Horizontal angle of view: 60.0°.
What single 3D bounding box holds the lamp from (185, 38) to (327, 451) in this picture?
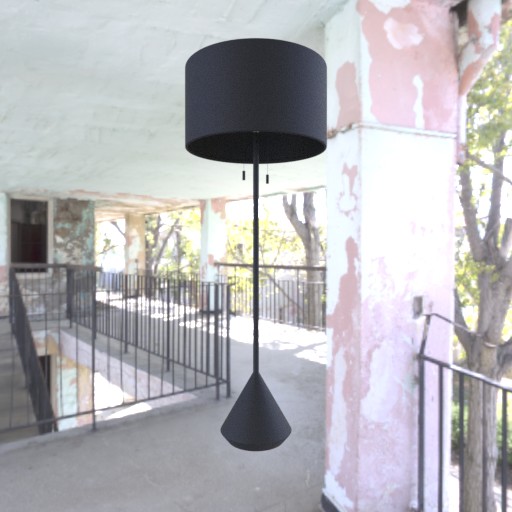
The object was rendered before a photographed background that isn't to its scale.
[{"bbox_3d":[0.000,0.000,1.839,0.580,1.526,0.580,0,0,-18],"label":"lamp"}]
